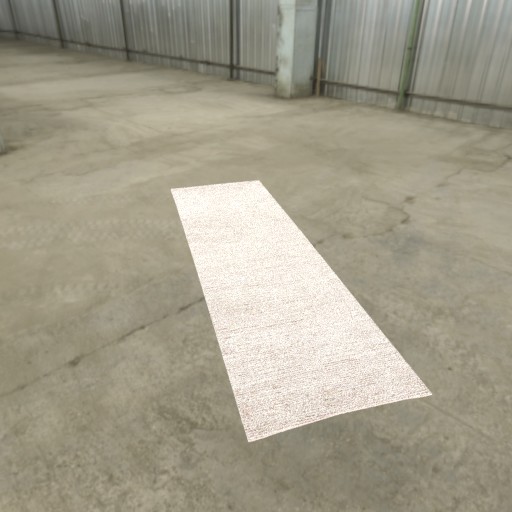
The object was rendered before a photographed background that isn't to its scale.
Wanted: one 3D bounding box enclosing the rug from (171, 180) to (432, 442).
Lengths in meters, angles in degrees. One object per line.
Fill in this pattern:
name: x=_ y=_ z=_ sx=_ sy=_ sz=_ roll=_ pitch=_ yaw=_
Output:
rug: x=0.000 y=0.000 z=2.528 sx=0.712 sy=0.013 sz=2.346 roll=-8 pitch=31 yaw=-13
